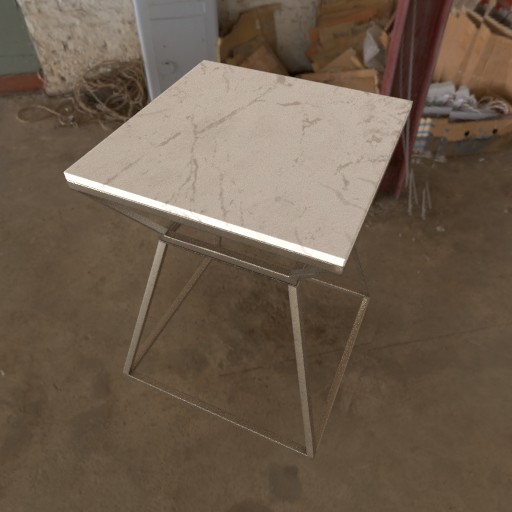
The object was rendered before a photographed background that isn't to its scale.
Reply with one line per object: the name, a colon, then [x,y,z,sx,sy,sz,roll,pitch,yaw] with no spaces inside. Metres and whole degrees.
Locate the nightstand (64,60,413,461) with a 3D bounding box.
nightstand: [0.000,0.000,0.886,0.455,0.554,0.455,18,49,16]
